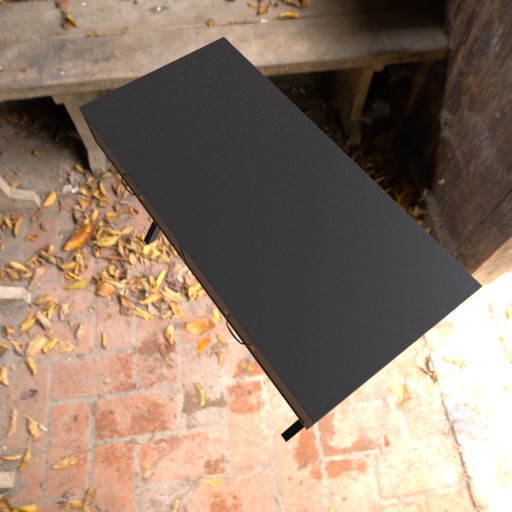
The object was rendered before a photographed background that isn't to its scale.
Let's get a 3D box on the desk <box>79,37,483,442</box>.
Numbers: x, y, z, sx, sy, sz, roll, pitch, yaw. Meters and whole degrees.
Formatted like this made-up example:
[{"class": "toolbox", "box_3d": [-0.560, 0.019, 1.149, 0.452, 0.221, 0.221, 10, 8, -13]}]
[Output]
[{"class": "desk", "box_3d": [0.000, 0.000, 1.493, 0.525, 0.780, 1.057, -33, 68, -15]}]
